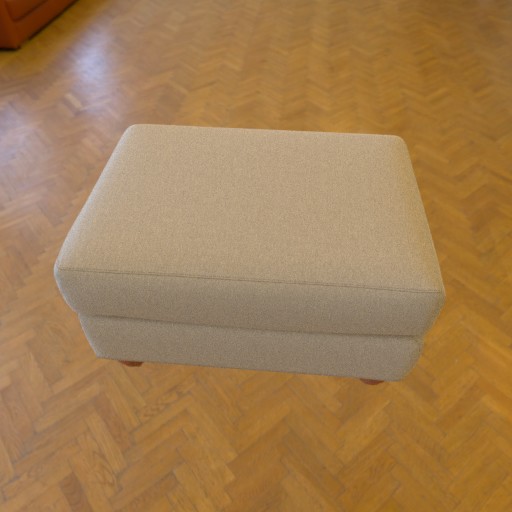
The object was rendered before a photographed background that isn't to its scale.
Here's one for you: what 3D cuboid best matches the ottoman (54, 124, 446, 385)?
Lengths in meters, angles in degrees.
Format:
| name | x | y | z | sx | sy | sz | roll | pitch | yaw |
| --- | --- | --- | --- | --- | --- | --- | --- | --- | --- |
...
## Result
| name | x | y | z | sx | sy | sz | roll | pitch | yaw |
| --- | --- | --- | --- | --- | --- | --- | --- | --- | --- |
| ottoman | 0.000 | 0.000 | 1.154 | 0.773 | 0.497 | 0.574 | 3 | 46 | 3 |
